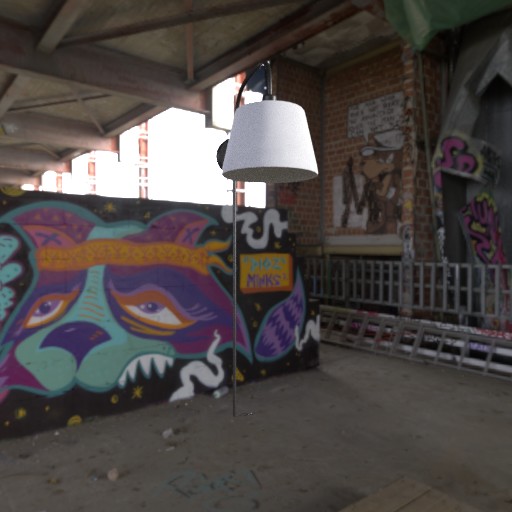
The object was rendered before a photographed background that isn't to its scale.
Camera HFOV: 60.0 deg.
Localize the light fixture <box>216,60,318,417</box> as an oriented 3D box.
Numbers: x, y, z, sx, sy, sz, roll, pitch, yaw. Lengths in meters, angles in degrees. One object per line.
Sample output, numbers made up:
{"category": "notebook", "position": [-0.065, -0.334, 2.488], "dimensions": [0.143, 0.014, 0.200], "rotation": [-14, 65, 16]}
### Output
{"category": "light fixture", "position": [0.000, 0.000, 0.466], "dimensions": [0.092, 0.399, 0.176], "rotation": [0, 1, -18]}
